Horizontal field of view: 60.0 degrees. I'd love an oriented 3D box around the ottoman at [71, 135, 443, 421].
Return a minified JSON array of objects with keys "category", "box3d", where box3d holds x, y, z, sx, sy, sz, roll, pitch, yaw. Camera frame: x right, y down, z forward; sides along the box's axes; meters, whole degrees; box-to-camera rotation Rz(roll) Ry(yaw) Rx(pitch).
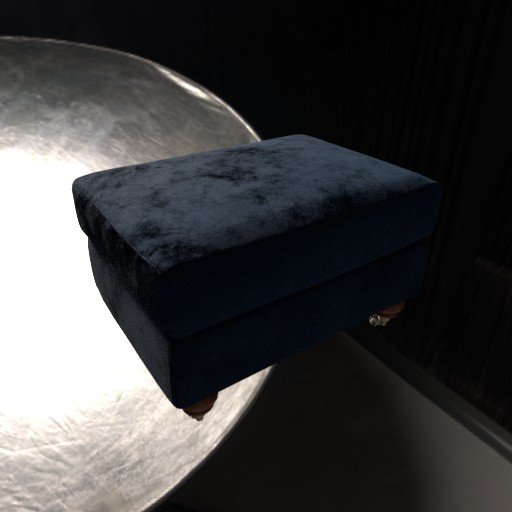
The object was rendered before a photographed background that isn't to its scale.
[{"category":"ottoman","box3d":[0.000,0.000,1.189,0.773,0.503,0.572,-19,35,-29]}]
